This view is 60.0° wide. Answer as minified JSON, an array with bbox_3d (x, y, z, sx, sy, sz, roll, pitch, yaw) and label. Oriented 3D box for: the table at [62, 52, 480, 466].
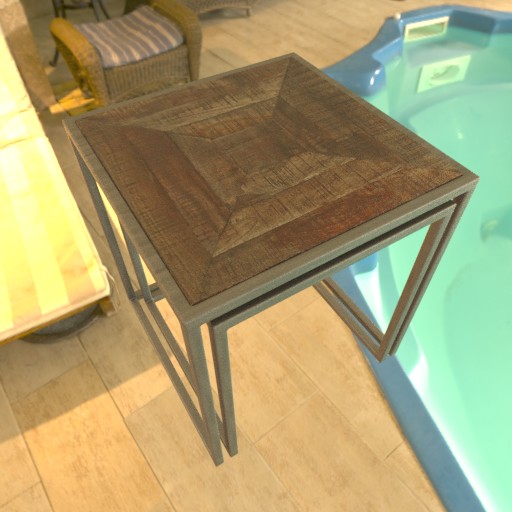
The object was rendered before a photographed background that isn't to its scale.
[{"bbox_3d":[0.000,0.000,0.842,0.450,0.500,0.449,-25,53,-20],"label":"table"}]
